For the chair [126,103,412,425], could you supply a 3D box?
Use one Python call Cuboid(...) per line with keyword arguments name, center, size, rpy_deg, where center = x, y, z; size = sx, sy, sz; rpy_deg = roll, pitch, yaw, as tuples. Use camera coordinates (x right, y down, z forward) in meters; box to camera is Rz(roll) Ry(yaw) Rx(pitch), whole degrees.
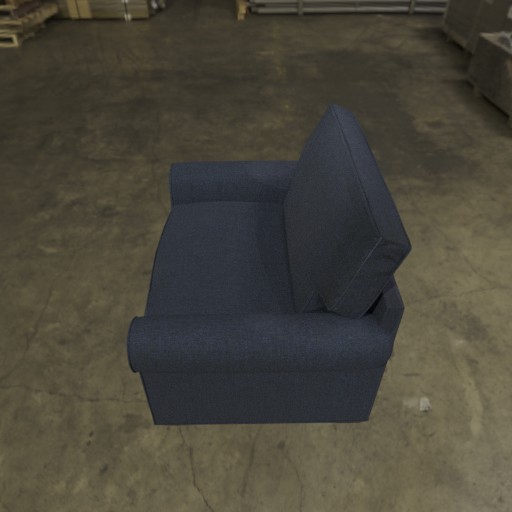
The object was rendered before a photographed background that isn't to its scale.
Cuboid(name="chair", center=(0.000, 0.000, 2.023), size=(0.963, 1.044, 1.285), rpy_deg=(-1, 41, -1))
